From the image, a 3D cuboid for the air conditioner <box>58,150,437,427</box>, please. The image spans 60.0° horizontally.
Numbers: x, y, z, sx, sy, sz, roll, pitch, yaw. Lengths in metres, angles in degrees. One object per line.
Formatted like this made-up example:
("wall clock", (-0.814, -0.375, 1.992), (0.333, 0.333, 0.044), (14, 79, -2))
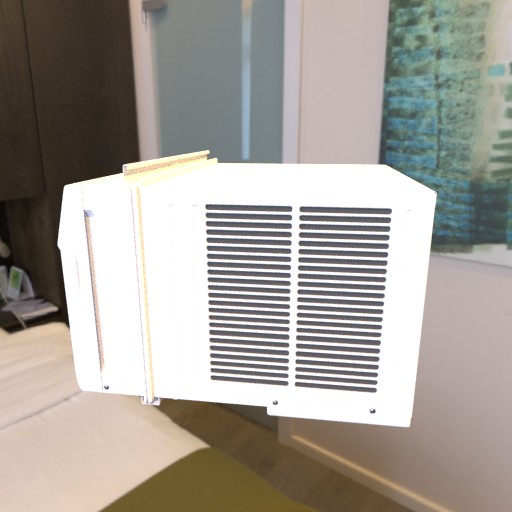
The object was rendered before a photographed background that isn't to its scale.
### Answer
("air conditioner", (0.000, 0.000, 0.884), (0.546, 0.388, 0.503), (2, 16, 8))
